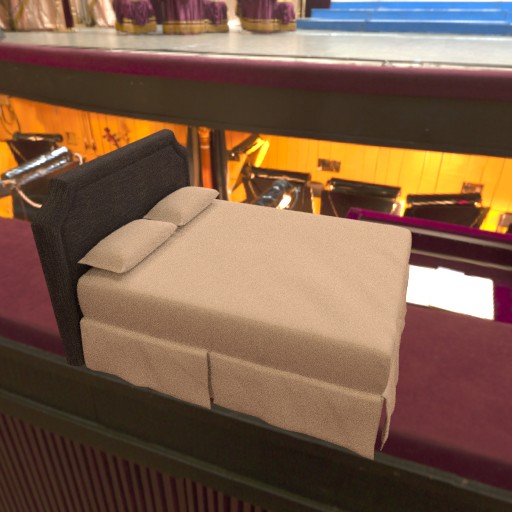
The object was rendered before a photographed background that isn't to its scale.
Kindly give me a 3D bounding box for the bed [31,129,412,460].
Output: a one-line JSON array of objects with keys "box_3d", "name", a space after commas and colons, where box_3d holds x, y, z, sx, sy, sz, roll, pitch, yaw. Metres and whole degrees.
[{"box_3d": [0.000, 0.000, 3.065, 2.116, 1.290, 1.693, 11, 31, 18], "name": "bed"}]
